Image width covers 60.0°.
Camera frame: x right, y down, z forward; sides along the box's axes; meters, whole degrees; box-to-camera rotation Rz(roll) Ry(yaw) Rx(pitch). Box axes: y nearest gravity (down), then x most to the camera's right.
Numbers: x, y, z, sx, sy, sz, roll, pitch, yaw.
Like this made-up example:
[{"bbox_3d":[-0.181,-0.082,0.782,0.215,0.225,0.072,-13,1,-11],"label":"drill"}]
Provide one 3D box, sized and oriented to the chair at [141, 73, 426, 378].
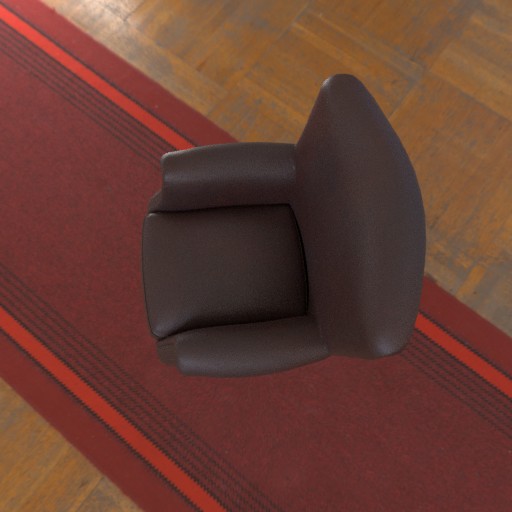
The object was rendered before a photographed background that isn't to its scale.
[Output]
[{"bbox_3d":[0.000,0.000,1.347,0.746,0.800,0.700,-7,76,-2],"label":"chair"}]
